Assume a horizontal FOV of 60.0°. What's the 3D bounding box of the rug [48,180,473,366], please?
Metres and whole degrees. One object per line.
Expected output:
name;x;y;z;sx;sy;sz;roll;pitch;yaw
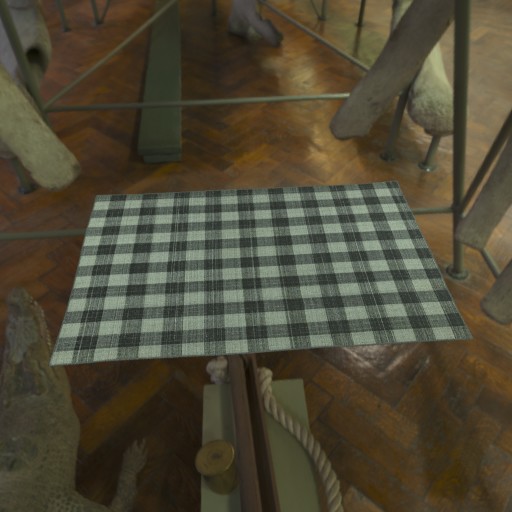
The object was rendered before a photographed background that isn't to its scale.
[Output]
rug;0.000;0.000;3.102;2.476;0.011;1.554;-3;46;-3
